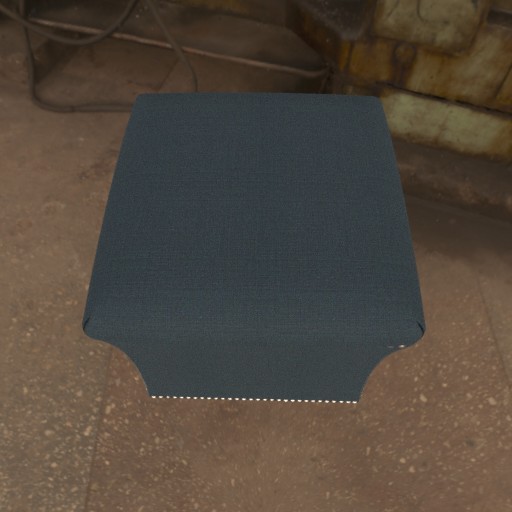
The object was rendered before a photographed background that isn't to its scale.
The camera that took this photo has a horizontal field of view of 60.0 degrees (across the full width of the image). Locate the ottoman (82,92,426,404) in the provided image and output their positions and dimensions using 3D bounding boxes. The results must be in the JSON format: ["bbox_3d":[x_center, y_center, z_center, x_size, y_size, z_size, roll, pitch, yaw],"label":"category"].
[{"bbox_3d":[0.000,0.000,0.901,0.497,0.475,0.507,1,59,1],"label":"ottoman"}]
